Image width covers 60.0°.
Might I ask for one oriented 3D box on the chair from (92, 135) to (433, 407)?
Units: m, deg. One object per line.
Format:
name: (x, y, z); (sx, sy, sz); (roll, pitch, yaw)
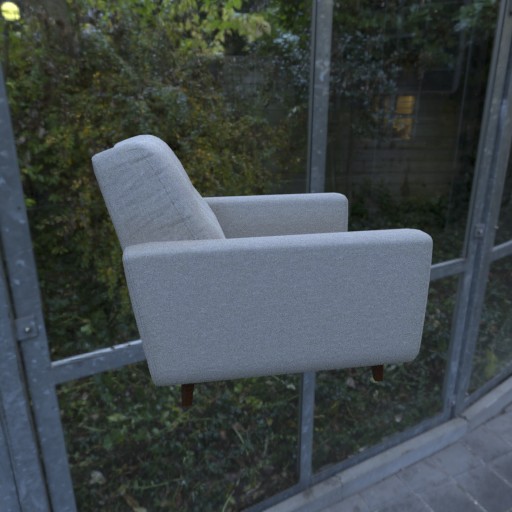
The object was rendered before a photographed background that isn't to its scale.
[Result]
chair: (0.000, 0.000, 1.856); (1.128, 0.965, 0.897); (-3, 18, -10)
